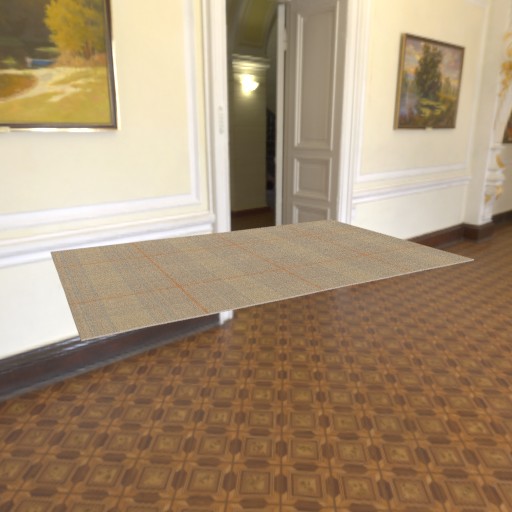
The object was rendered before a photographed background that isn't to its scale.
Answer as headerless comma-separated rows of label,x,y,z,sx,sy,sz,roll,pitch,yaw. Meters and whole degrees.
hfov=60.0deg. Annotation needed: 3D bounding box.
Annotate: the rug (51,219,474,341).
rug,0.000,0.000,3.007,2.442,0.016,1.527,-8,18,-27
